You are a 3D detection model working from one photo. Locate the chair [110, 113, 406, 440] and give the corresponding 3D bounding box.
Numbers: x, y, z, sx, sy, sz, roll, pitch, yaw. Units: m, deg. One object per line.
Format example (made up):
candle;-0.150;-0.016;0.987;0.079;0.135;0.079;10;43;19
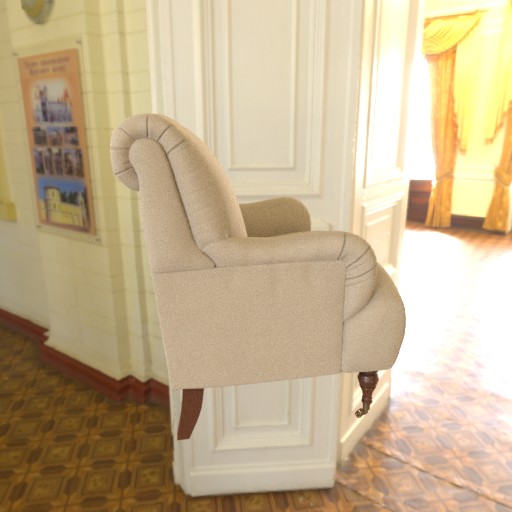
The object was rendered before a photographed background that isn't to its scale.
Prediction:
chair;0.000;0.000;1.556;0.842;0.942;0.766;-3;16;-9
